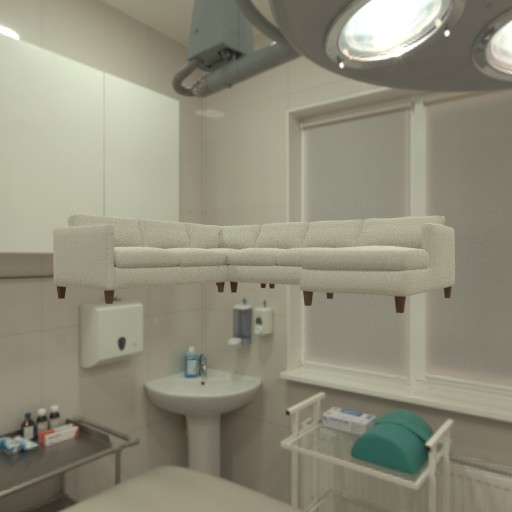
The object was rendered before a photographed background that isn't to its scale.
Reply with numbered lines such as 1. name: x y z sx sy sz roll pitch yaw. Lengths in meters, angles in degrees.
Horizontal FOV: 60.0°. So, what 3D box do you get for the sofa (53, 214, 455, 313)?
1. sofa: 0.000 0.000 4.465 3.238 0.853 2.551 0 0 37
